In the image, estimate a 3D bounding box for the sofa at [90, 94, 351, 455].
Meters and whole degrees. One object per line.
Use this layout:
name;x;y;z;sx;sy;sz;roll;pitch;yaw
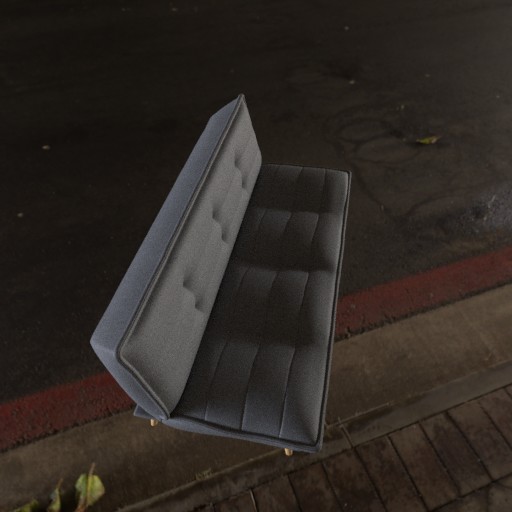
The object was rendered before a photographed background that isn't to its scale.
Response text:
sofa;0.000;0.000;2.458;0.950;0.890;1.940;9;48;8
